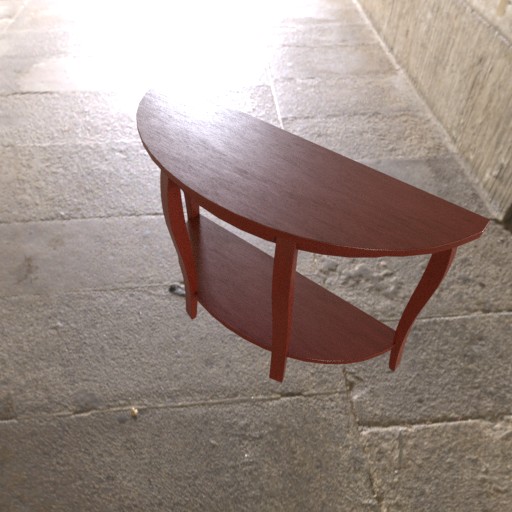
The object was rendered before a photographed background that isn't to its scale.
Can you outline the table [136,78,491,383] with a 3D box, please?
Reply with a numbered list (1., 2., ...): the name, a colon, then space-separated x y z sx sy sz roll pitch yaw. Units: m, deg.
1. table: 0.000 0.000 1.572 1.219 0.779 0.405 31 55 26
